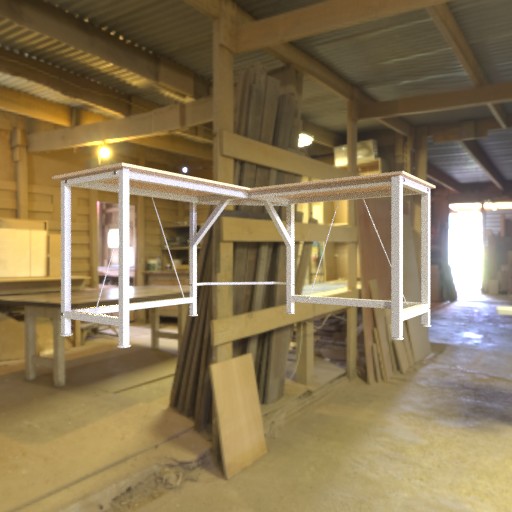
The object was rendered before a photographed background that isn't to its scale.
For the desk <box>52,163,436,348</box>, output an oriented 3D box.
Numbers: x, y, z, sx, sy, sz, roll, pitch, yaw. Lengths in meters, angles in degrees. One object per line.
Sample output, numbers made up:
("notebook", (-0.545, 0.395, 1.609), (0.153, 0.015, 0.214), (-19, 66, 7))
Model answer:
("desk", (0.000, 0.000, 2.273), (1.400, 0.762, 1.400), (0, 0, 37))
